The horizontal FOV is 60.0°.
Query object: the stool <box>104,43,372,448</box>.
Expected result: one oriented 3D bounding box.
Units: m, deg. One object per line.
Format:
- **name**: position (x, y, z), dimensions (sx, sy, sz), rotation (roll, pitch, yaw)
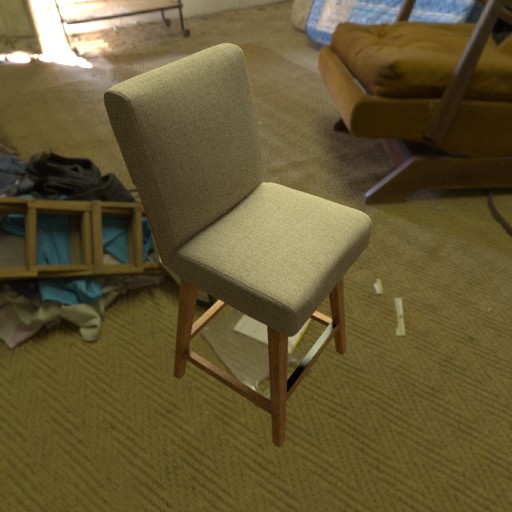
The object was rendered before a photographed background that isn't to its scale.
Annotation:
- **stool**: position (0.000, 0.000, 1.299), dimensions (0.526, 1.010, 0.459), rotation (25, 47, 26)
